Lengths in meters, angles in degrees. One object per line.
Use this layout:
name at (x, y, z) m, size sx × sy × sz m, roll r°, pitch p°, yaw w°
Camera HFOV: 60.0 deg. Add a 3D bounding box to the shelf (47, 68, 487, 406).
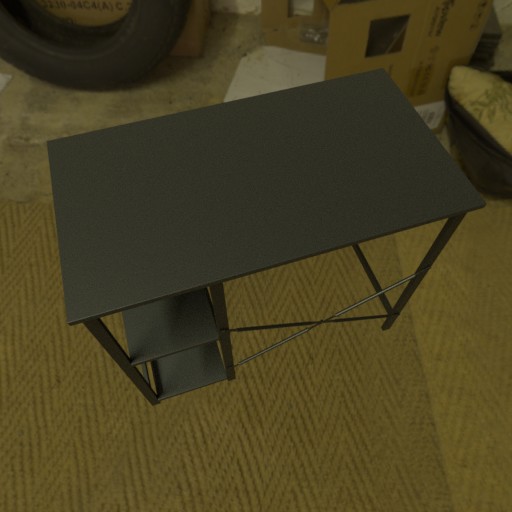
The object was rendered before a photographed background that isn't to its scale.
shelf at (0.000, 0.000, 1.339) m, size 0.902 × 0.749 × 0.498 m, roll -16°, pitch 60°, yaw -9°
